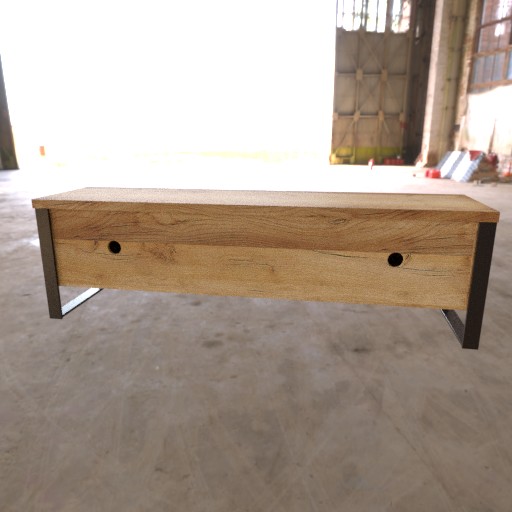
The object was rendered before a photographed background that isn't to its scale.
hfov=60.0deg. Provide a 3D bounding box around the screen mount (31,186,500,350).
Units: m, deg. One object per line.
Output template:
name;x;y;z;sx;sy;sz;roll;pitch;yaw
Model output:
screen mount;0.000;0.000;1.674;1.524;0.450;0.395;3;16;9
